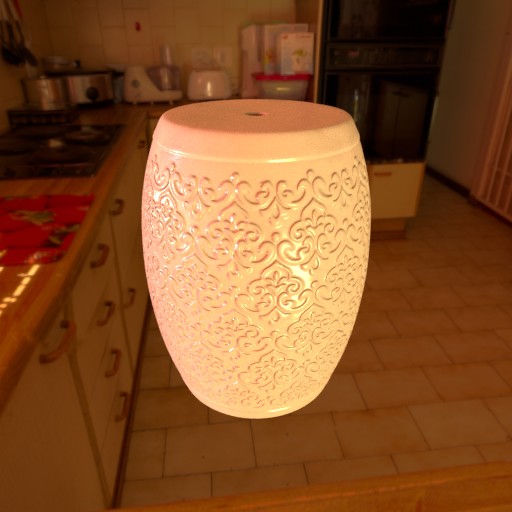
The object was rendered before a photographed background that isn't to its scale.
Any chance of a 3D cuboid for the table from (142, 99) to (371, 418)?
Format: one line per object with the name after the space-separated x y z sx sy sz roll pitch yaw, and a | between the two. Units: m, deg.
0.000 0.000 0.633 0.309 0.397 0.309 0 27 0 | table
